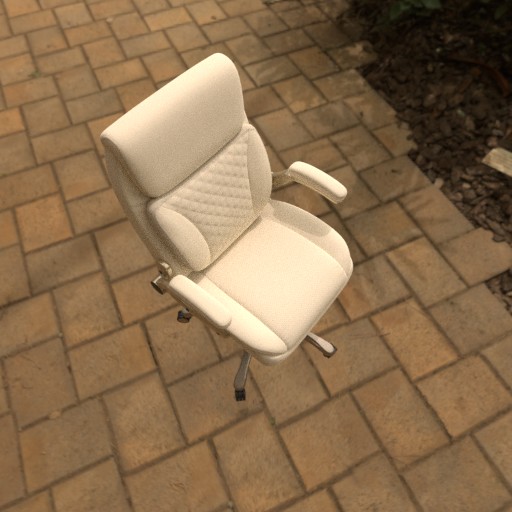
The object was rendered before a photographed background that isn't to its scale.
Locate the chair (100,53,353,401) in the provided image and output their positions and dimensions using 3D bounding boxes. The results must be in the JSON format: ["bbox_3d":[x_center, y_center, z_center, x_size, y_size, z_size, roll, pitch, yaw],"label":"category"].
[{"bbox_3d":[0.000,0.000,1.646,0.794,1.110,0.740,31,63,18],"label":"chair"}]
